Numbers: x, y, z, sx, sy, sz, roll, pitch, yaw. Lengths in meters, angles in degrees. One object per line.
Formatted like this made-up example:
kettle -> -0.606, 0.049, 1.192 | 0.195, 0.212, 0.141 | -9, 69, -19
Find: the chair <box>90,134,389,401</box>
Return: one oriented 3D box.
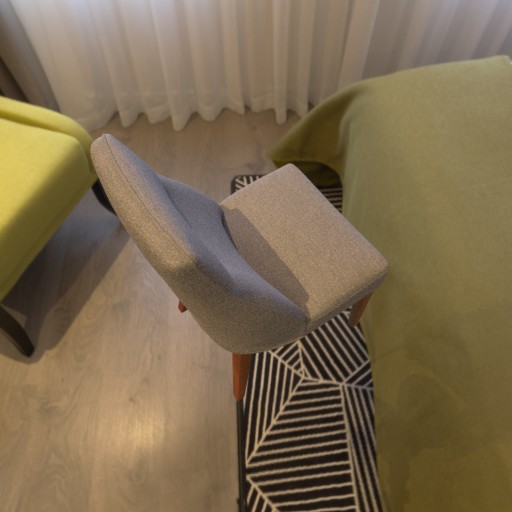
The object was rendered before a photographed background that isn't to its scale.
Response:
chair -> 0.000, 0.000, 1.281 | 0.620, 0.930, 0.500 | -30, 63, -17
